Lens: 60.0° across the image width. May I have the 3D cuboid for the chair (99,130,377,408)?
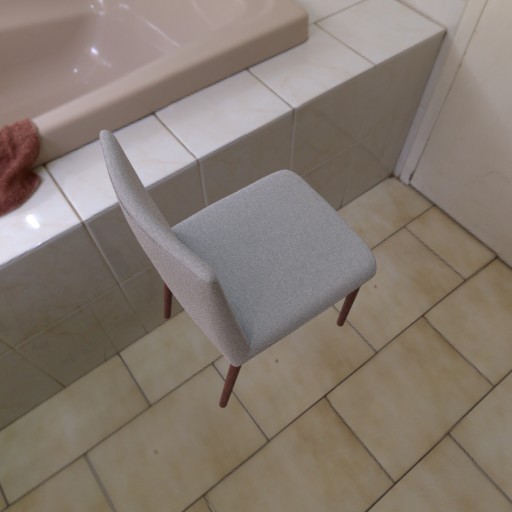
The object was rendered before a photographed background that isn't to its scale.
[{"bbox_3d":[0.000,0.000,1.230,0.570,0.859,0.456,-30,63,-17],"label":"chair"}]
